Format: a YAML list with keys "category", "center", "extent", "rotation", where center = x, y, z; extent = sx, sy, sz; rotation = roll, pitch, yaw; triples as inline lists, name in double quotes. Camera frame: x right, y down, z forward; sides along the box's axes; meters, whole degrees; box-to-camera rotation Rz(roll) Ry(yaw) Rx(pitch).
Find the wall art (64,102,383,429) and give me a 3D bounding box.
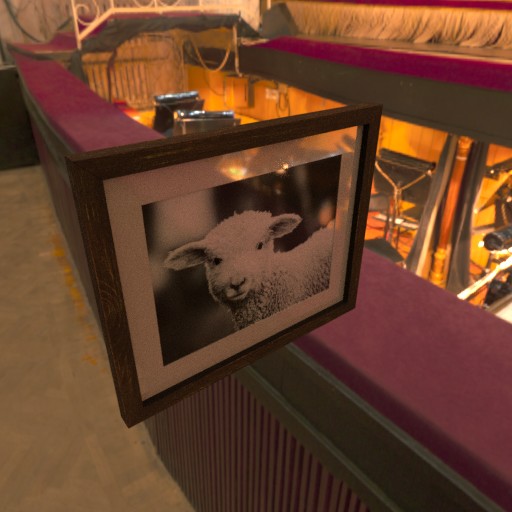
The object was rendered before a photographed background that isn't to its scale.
- category: "wall art"
  center: [0.000, 0.000, 0.784]
  extent: [0.558, 0.457, 0.032]
  rotation: [-21, 35, -32]
